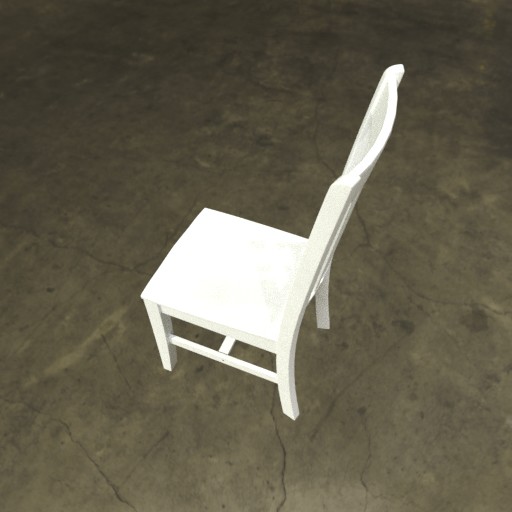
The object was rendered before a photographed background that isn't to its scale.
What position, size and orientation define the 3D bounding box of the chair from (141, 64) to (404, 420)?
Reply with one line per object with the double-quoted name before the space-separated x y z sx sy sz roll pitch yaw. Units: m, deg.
"chair" 0.000 0.000 1.259 0.555 0.998 0.450 17 50 15
